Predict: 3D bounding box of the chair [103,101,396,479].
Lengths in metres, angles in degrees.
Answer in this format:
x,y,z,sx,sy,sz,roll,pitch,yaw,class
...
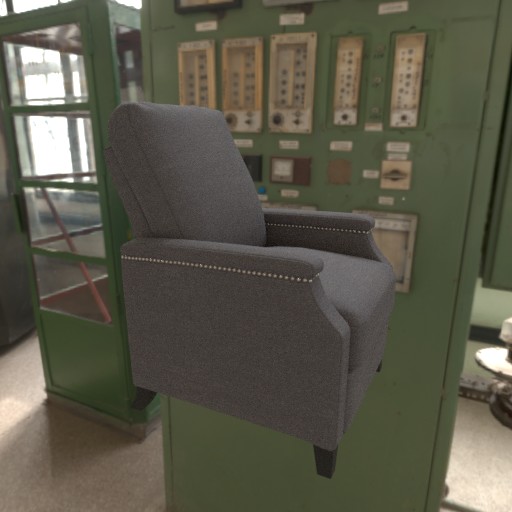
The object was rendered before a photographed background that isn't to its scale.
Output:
x,y,z,sx,sy,sz,roll,pitch,yaw,class
0.000,0.000,1.598,0.922,1.049,0.710,8,18,26,chair
